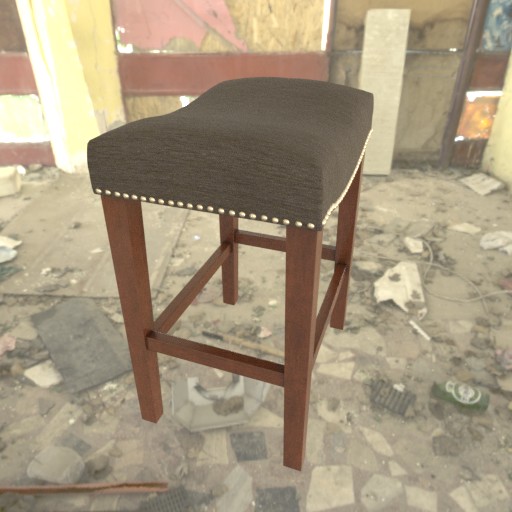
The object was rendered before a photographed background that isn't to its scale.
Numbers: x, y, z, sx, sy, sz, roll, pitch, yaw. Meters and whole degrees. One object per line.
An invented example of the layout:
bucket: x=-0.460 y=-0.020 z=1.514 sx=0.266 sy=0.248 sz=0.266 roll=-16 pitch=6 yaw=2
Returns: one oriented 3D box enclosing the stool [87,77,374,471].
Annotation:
stool: x=0.000 y=0.000 z=0.952 sx=0.372 sy=0.654 sz=0.504 roll=11 pitch=33 yaw=17
